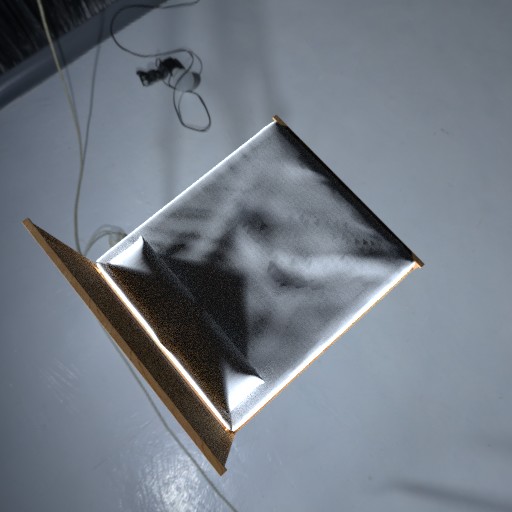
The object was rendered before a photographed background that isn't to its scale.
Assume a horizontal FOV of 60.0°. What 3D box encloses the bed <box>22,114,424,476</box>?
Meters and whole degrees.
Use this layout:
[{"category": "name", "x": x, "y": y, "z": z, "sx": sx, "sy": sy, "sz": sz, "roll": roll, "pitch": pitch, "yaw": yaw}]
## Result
[{"category": "bed", "x": 0.000, "y": 0.000, "z": 3.587, "sx": 2.201, "sy": 1.686, "sz": 1.936, "roll": -40, "pitch": 79, "yaw": -9}]
